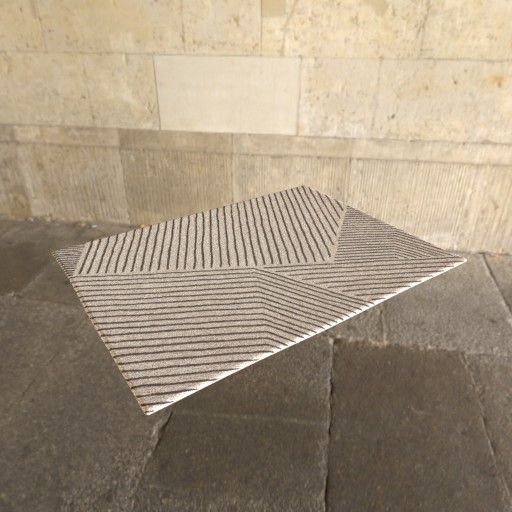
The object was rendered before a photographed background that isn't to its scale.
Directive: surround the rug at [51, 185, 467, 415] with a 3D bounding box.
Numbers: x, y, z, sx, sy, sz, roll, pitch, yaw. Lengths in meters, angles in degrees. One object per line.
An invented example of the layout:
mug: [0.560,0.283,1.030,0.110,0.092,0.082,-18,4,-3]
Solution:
rug: [0.000,0.000,3.240,2.449,0.028,1.829,-19,35,-29]
